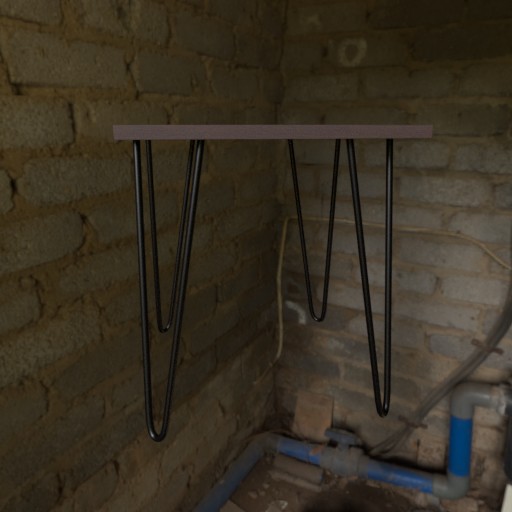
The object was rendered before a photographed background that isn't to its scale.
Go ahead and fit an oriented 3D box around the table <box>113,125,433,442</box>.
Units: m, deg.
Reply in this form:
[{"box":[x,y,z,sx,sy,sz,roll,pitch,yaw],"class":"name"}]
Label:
[{"box":[0.000,0.000,0.985,0.495,0.559,0.495,-3,17,-9],"class":"table"}]
